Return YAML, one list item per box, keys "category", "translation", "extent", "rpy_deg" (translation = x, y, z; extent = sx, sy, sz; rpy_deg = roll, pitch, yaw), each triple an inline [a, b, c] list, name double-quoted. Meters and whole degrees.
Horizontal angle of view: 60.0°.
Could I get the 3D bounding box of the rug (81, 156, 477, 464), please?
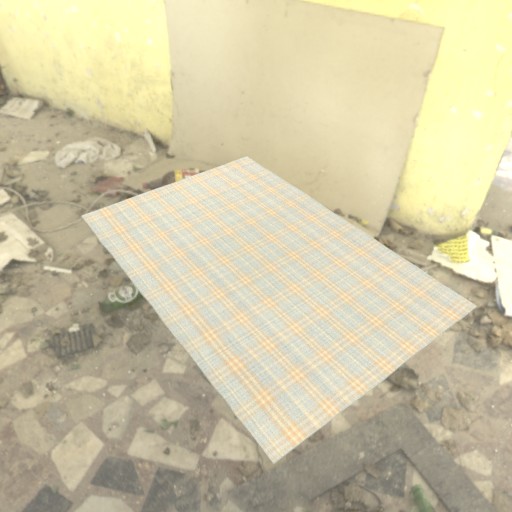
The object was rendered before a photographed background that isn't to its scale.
- category: "rug"
  translation: [0.000, 0.000, 2.354]
  extent: [1.231, 0.012, 1.835]
  rpy_deg: [-26, 47, -27]
